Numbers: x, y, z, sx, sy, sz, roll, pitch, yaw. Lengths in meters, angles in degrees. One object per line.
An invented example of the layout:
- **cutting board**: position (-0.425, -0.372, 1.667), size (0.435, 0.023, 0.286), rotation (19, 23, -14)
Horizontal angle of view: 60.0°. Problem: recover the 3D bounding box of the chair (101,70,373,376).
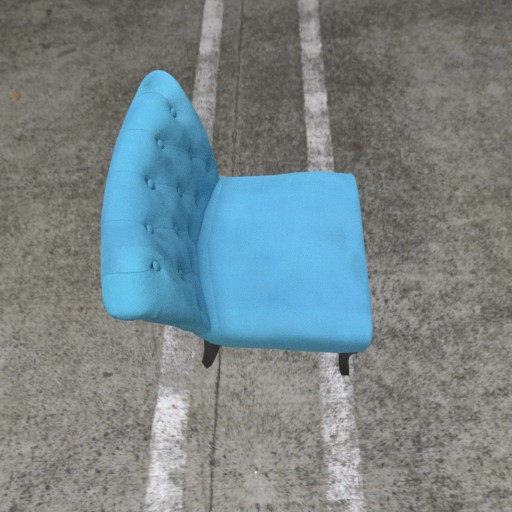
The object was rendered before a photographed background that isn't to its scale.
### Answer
- **chair**: position (0.000, 0.000, 1.196), size (0.605, 0.750, 0.582), rotation (0, 64, 0)
